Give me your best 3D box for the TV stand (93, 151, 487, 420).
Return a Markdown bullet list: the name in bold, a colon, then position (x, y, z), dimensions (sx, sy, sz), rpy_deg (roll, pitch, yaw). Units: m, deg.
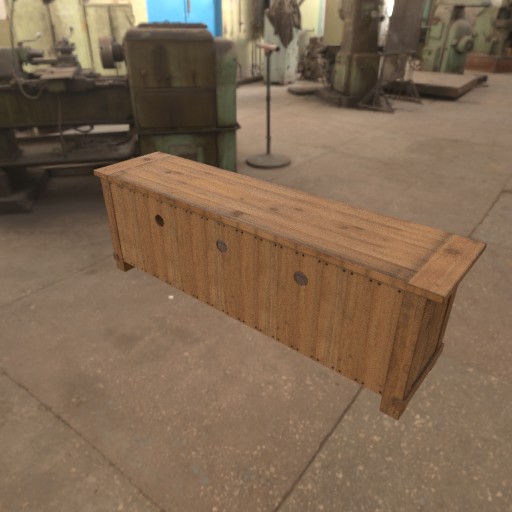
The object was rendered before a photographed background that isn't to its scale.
- **TV stand**: position (0.000, 0.000, 2.087), dimensions (1.804, 0.573, 0.453), rpy_deg (22, 36, 33)
